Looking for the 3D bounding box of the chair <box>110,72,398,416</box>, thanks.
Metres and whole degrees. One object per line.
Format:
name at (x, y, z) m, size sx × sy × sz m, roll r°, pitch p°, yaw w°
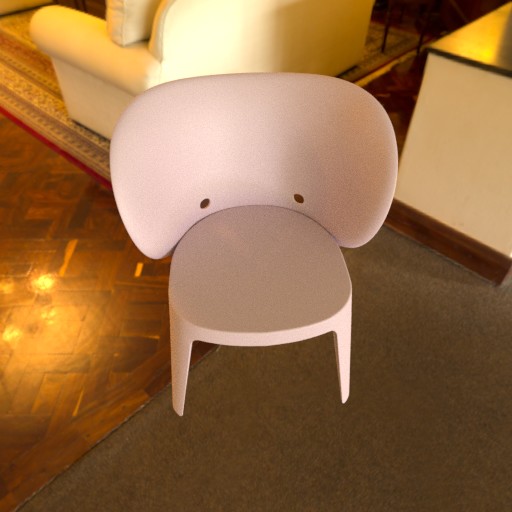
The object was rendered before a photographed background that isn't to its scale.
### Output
chair at (0.000, 0.000, 0.856) m, size 0.451 × 0.554 × 0.402 m, roll -3°, pitch 46°, yaw -3°
